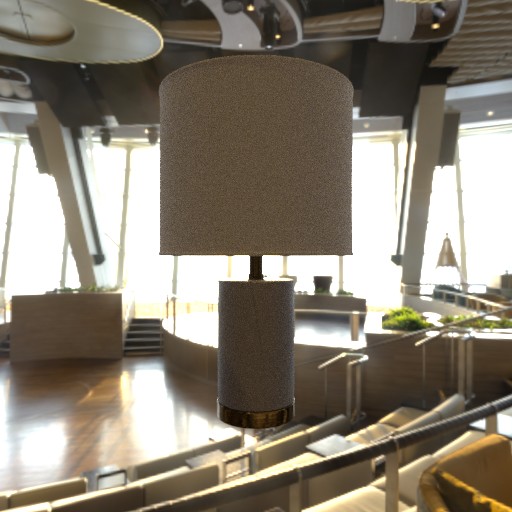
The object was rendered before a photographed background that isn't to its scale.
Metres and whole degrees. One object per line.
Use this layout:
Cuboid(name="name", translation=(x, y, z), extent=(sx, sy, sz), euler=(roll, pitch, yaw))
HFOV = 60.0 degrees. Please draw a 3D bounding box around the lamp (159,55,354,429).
Cuboid(name="lamp", translation=(0.000, 0.000, 0.533), extent=(0.229, 0.380, 0.229), euler=(0, 0, 0))
